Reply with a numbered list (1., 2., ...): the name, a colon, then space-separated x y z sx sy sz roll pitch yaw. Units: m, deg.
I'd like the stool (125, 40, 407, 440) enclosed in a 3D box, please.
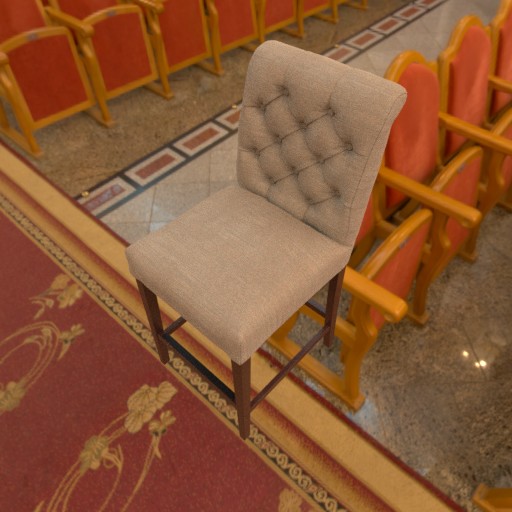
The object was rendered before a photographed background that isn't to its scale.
1. stool: 0.000 0.000 1.436 0.486 1.084 0.660 34 55 28
